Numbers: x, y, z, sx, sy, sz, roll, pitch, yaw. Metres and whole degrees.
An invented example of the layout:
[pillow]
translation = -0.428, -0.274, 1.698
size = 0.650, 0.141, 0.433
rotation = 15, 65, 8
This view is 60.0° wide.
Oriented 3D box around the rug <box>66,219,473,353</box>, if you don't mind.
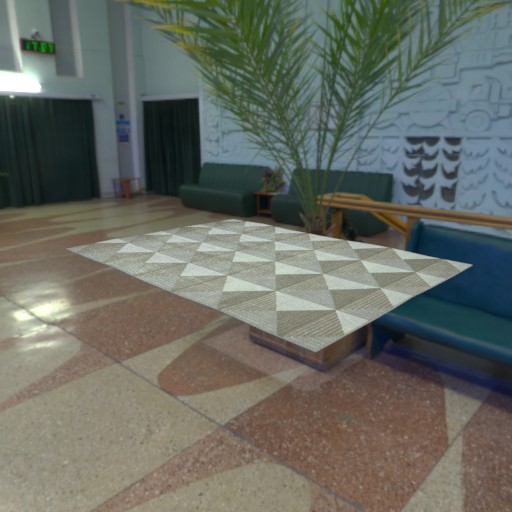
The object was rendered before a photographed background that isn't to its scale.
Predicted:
[rug]
translation = 0.000, 0.000, 4.460
size = 3.333, 0.027, 2.428
rotation = 15, 21, 43
